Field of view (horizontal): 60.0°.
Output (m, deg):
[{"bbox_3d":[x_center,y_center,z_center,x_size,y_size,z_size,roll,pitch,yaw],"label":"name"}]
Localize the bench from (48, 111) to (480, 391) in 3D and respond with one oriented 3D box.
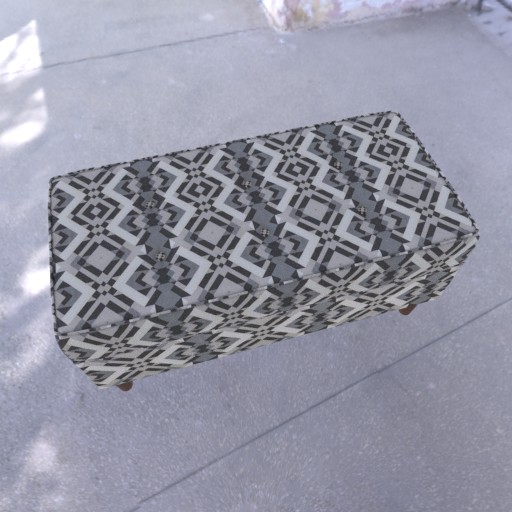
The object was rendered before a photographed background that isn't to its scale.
[{"bbox_3d":[0.000,0.000,1.293,1.016,0.477,0.492,-13,58,-9],"label":"bench"}]
